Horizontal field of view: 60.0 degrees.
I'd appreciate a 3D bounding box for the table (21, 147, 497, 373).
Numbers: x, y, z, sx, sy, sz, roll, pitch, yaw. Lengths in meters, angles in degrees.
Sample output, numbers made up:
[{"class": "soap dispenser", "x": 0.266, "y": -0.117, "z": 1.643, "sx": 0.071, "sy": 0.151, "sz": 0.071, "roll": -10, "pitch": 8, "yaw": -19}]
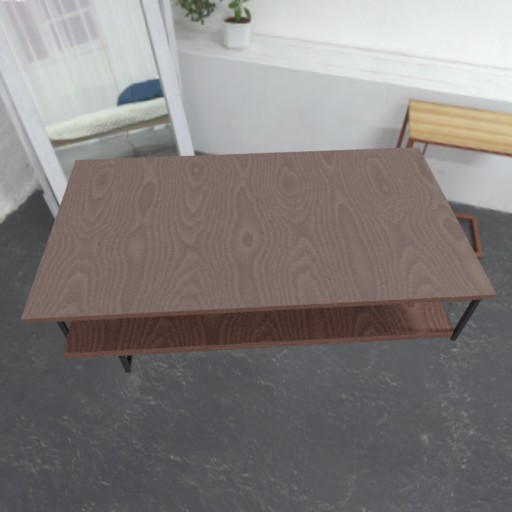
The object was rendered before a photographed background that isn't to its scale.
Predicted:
[{"class": "table", "x": 0.000, "y": 0.000, "z": 1.456, "sx": 1.197, "sy": 0.347, "sz": 0.651, "roll": -3, "pitch": 48, "yaw": -2}]
